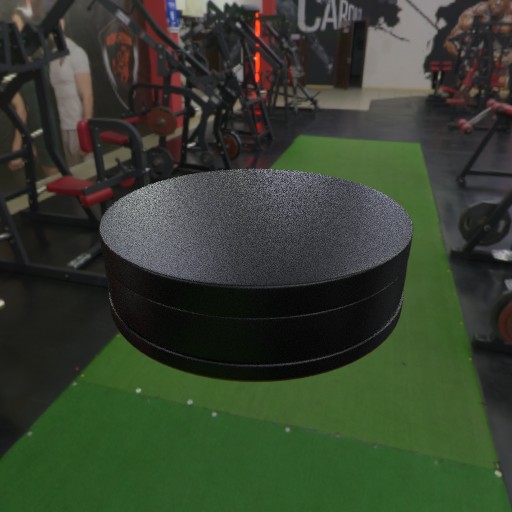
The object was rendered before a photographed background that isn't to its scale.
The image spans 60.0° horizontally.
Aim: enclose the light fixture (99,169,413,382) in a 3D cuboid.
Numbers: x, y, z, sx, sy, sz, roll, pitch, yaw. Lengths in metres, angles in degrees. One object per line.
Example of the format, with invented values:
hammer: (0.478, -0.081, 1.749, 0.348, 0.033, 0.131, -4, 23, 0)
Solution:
light fixture: (0.000, 0.000, 0.435, 0.283, 0.097, 0.283, 0, 27, 0)
